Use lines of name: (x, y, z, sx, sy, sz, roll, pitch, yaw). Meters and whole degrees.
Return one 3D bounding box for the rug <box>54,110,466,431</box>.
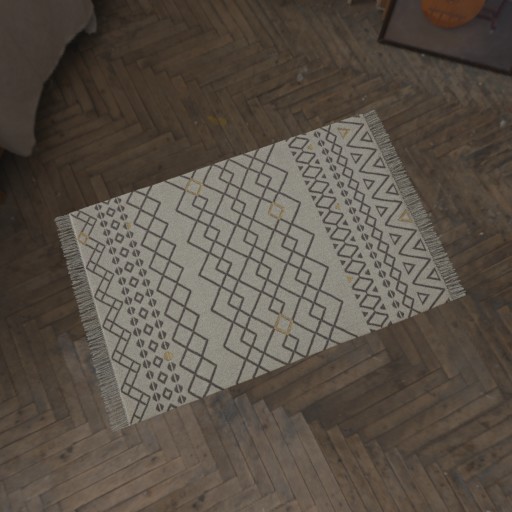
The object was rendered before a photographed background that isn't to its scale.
rug: (0.000, 0.000, 3.022, 2.472, 0.035, 1.495, -20, 76, -5)
